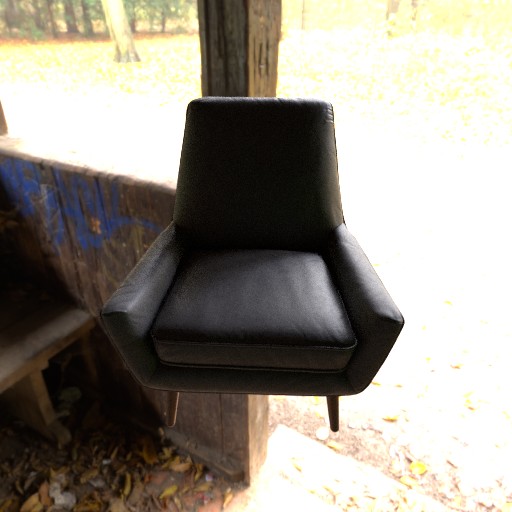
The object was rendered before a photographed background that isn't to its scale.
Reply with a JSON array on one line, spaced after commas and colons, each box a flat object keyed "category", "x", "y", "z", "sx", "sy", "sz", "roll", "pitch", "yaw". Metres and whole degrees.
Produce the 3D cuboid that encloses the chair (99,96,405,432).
[{"category": "chair", "x": 0.000, "y": 0.000, "z": 1.480, "sx": 0.787, "sy": 0.888, "sz": 0.822, "roll": 1, "pitch": 30, "yaw": 2}]
